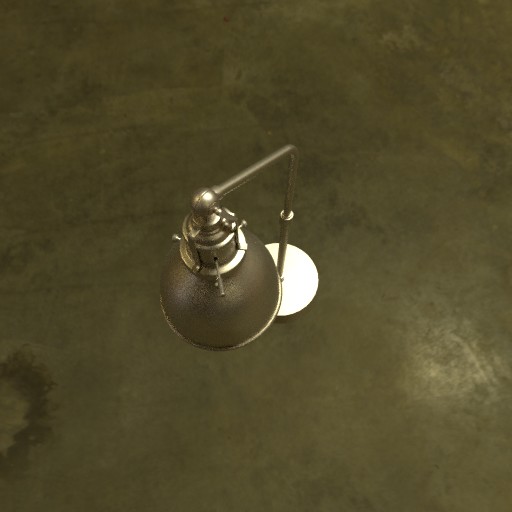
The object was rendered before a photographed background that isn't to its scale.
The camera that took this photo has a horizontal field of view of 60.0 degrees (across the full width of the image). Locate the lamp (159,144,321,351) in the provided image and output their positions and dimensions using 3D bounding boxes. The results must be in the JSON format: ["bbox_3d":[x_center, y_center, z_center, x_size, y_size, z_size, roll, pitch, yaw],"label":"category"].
[{"bbox_3d":[0.000,0.000,0.577,0.153,0.456,0.286,35,70,15],"label":"lamp"}]
